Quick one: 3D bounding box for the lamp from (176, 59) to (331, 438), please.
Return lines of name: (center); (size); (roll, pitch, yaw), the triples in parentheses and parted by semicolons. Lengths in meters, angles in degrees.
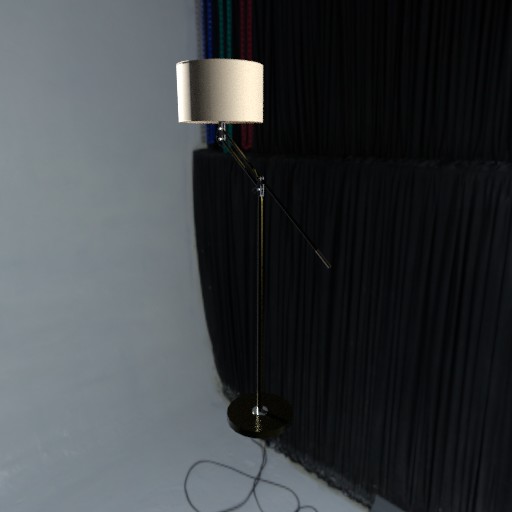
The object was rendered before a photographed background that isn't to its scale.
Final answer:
lamp: (0.000, 0.000, 1.986); (0.809, 1.635, 0.373); (15, 21, 43)
